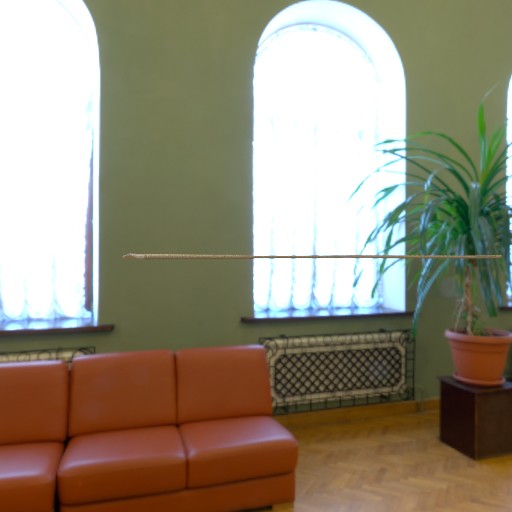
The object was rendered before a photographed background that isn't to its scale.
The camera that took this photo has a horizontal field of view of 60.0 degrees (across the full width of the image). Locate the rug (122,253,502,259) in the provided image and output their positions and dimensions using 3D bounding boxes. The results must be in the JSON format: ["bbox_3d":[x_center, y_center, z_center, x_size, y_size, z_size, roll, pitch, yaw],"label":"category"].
[{"bbox_3d":[0.000,0.000,2.890,1.609,0.030,2.342,0,0,-19],"label":"rug"}]
